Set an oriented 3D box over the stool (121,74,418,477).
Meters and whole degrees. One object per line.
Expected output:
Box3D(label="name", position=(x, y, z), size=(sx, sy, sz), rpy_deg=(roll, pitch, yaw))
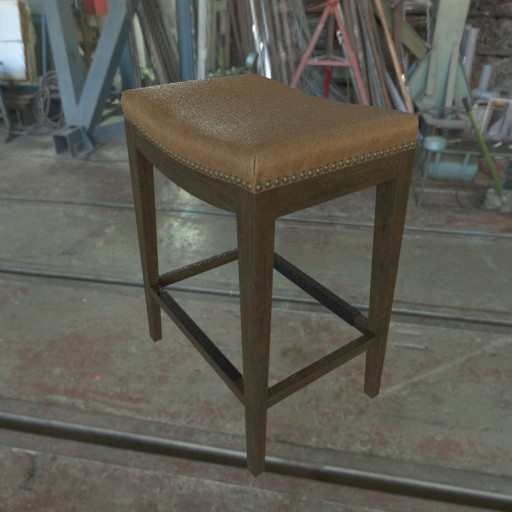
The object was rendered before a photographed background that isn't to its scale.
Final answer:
Box3D(label="stool", position=(0.000, 0.000, 0.964), size=(0.361, 0.660, 0.500), rpy_deg=(-20, 37, -29))
